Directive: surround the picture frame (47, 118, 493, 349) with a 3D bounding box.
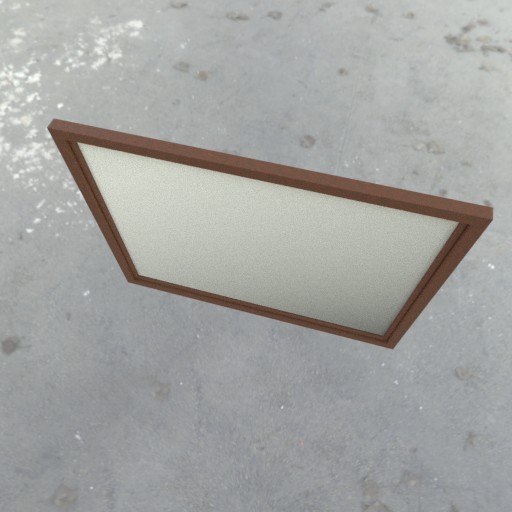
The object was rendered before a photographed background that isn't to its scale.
[{"bbox_3d":[0.000,0.000,1.722,1.329,1.018,0.045,13,60,8],"label":"picture frame"}]
